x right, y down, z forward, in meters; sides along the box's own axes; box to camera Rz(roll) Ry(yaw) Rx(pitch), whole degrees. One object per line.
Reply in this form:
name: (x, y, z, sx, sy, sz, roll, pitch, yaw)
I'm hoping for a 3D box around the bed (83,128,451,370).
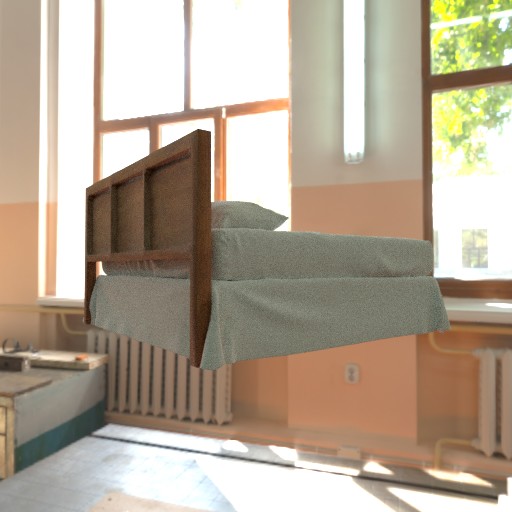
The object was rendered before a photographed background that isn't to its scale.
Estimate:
bed: (0.000, 0.000, 3.550, 2.165, 1.158, 2.255, 1, -2, -36)
